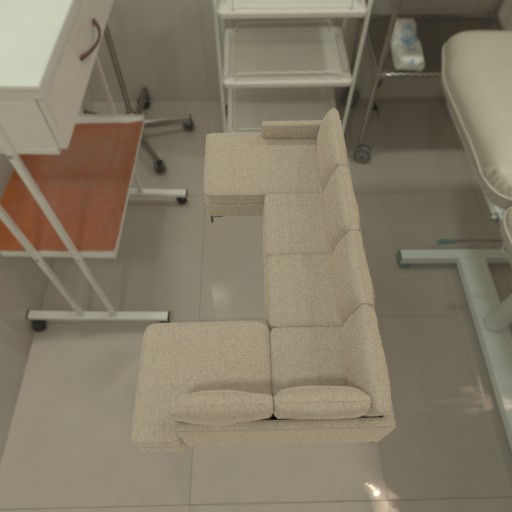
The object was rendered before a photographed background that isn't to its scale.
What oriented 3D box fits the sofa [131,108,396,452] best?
[{"bbox_3d":[0.000,0.000,4.361,2.021,0.996,3.423,-1,58,-1],"label":"sofa"}]
